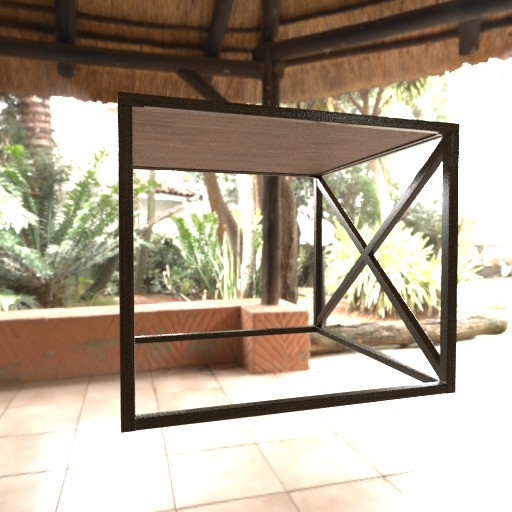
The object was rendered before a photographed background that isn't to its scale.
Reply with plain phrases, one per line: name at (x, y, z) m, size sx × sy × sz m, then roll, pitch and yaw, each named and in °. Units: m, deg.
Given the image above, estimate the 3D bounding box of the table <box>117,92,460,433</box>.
table at (0.000, 0.000, 1.037) m, size 0.609 × 0.507 × 0.611 m, roll -1°, pitch 2°, yaw -17°
